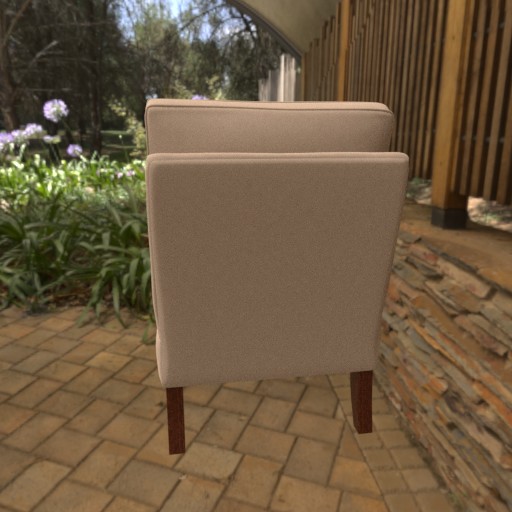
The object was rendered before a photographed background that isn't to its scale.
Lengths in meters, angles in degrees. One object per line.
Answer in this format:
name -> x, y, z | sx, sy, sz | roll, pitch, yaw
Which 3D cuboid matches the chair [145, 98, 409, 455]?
chair -> 0.000, 0.000, 1.639 | 0.724, 1.052, 0.912 | -2, 15, -9
